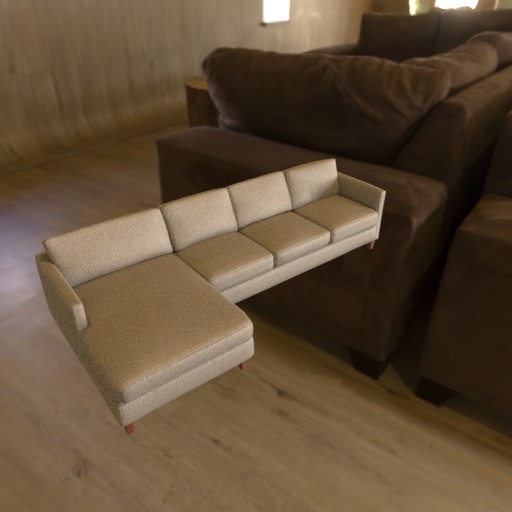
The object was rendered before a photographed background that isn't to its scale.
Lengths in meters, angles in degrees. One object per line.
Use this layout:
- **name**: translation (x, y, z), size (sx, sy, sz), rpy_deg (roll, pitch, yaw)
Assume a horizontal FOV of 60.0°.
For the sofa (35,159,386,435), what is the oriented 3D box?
- **sofa**: translation (0.000, 0.000, 3.836), size (3.201, 0.876, 1.502), rpy_deg (-22, 37, -32)
